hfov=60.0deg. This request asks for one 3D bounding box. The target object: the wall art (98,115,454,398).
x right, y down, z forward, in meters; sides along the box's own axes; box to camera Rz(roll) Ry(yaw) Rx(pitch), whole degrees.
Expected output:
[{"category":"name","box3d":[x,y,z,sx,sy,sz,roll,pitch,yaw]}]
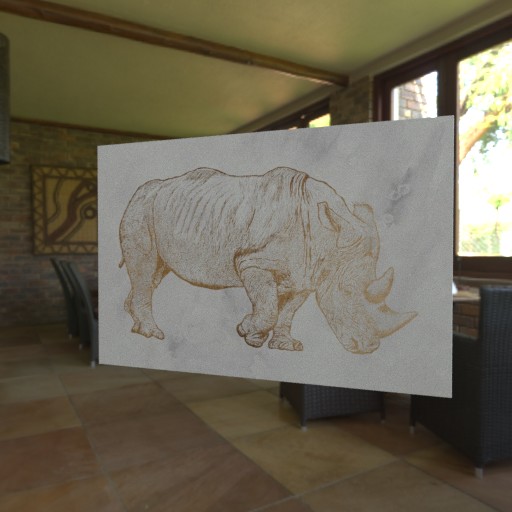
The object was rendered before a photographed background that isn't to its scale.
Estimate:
[{"category":"wall art","box3d":[0.000,0.000,0.752,0.609,0.407,0.038,0,1,18]}]
